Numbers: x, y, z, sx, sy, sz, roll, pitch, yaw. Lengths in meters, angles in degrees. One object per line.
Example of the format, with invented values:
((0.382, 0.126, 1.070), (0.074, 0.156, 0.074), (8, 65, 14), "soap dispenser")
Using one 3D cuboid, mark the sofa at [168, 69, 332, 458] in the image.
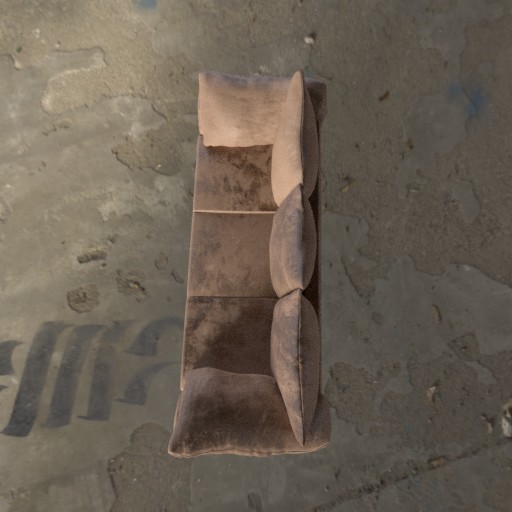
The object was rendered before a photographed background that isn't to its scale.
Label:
((0.000, 0.000, 2.908), (0.893, 0.981, 2.377), (2, 76, 0), "sofa")
